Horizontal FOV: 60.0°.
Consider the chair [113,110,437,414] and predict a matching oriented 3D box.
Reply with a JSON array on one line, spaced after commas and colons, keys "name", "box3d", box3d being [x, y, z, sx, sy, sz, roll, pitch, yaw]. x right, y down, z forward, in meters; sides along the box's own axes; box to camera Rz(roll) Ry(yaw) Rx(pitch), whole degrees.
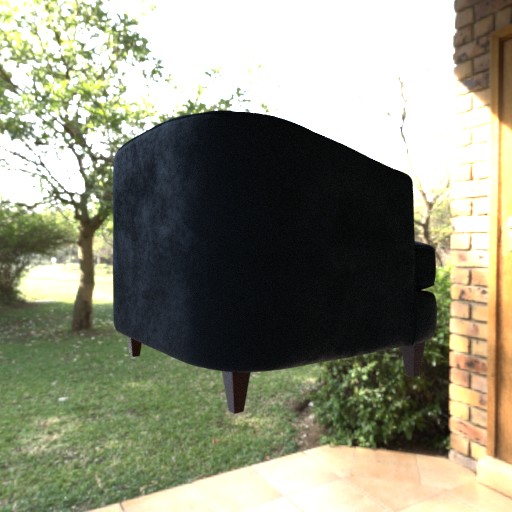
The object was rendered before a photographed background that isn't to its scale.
[{"name": "chair", "box3d": [0.000, 0.000, 1.760, 0.940, 0.852, 1.094, -1, 1, -36]}]
